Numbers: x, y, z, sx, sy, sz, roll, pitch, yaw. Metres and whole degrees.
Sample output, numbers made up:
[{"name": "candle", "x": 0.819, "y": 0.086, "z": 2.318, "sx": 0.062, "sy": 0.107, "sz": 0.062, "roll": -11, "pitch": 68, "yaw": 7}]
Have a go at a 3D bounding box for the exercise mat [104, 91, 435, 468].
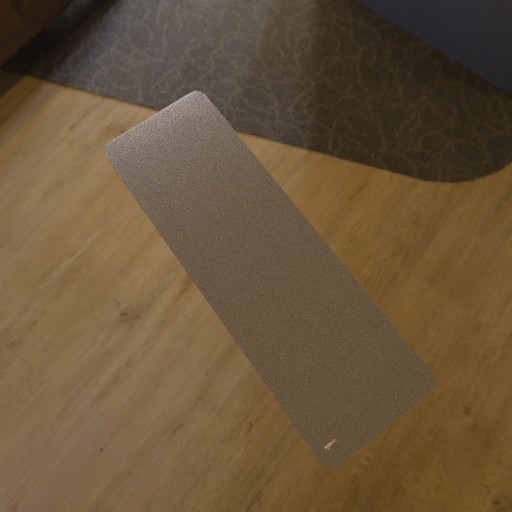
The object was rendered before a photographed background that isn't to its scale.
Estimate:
[{"name": "exercise mat", "x": 0.000, "y": 0.000, "z": 2.097, "sx": 0.616, "sy": 0.021, "sz": 1.884, "roll": -35, "pitch": 76, "yaw": -10}]
